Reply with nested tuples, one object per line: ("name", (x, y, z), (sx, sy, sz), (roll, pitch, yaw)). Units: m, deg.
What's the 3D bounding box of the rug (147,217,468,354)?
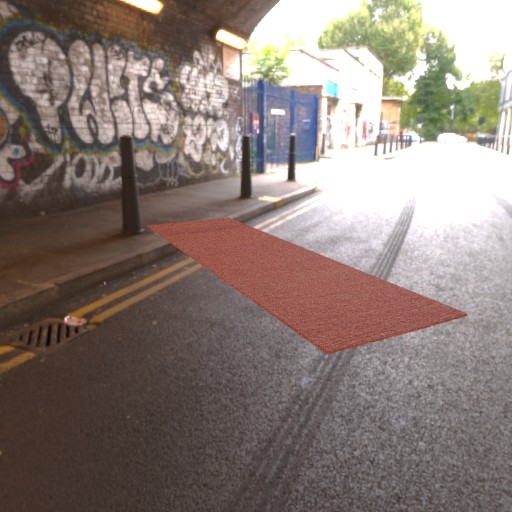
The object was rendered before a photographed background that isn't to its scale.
("rug", (0.000, 0.000, 2.570), (0.687, 0.012, 2.307), (-8, 18, -27))
